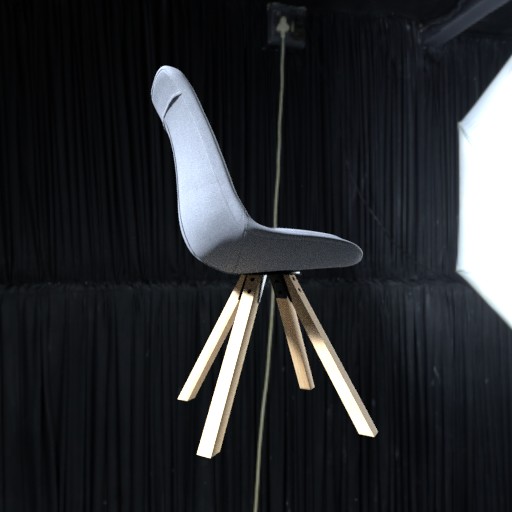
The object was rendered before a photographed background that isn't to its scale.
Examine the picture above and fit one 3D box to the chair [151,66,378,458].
[{"bbox_3d":[0.000,0.000,1.192,0.549,0.863,0.474,0,0,-15],"label":"chair"}]
